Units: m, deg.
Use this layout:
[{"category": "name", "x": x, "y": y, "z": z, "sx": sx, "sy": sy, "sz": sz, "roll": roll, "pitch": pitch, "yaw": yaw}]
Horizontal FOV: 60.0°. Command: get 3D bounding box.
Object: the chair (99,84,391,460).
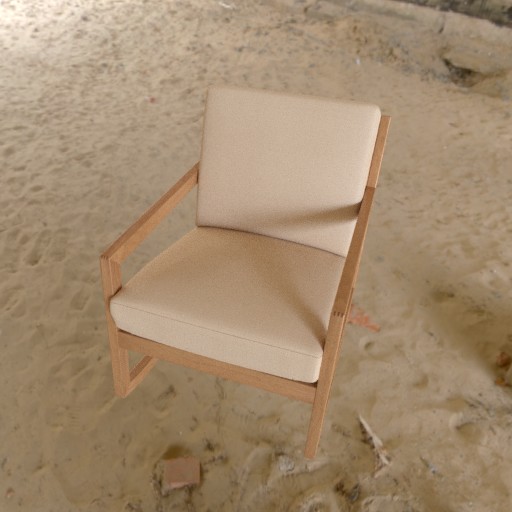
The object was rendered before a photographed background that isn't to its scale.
[{"category": "chair", "x": 0.000, "y": 0.000, "z": 1.389, "sx": 0.622, "sy": 0.790, "sz": 0.857, "roll": 12, "pitch": 43, "yaw": 14}]
